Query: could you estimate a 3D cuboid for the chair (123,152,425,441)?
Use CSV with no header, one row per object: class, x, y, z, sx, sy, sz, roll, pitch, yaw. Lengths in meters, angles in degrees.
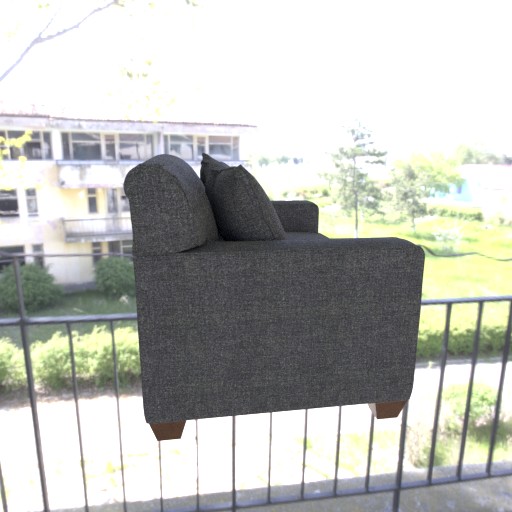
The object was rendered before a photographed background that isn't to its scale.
chair,0.000,0.000,2.089,1.000,0.948,1.383,-2,14,-9
